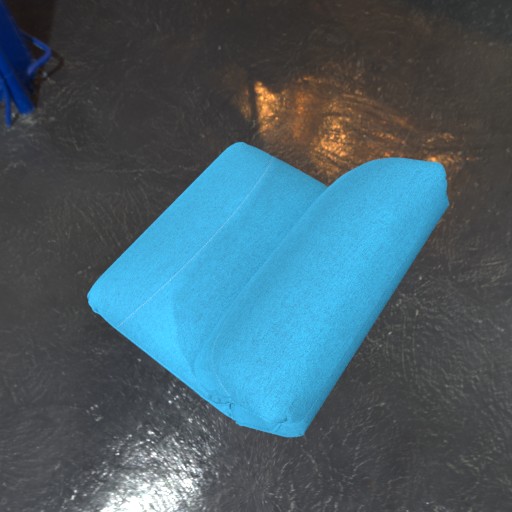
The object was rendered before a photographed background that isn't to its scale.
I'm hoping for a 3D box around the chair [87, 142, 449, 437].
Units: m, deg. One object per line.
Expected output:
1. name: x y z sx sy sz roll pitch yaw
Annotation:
1. chair: 0.000 0.000 1.343 0.780 0.580 0.820 33 67 16
